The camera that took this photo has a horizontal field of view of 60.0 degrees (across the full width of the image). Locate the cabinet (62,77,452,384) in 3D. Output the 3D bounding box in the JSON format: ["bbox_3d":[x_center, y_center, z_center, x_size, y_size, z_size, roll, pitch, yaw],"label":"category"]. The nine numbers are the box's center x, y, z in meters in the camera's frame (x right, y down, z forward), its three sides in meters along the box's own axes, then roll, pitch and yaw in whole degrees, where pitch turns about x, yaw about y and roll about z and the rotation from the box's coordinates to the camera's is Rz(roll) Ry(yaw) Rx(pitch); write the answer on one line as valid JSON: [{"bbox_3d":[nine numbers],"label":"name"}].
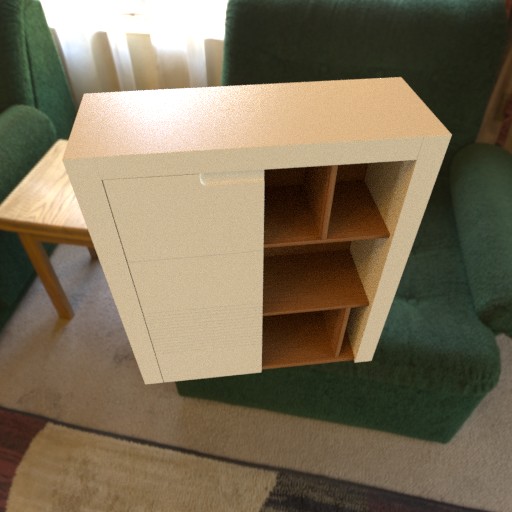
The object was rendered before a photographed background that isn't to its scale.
[{"bbox_3d":[0.000,0.000,1.650,0.990,1.150,0.348,-5,46,-5],"label":"cabinet"}]
